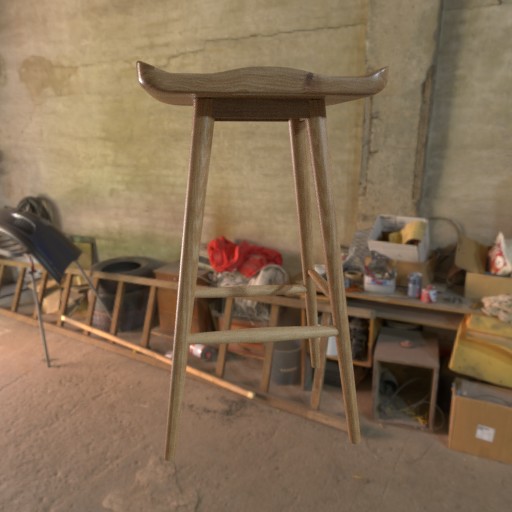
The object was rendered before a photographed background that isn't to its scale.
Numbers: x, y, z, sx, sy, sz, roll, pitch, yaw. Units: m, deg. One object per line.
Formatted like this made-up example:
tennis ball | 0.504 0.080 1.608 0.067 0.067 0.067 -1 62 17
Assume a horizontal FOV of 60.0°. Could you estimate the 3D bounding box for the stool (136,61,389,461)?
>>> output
stool | 0.000 0.000 0.916 0.407 0.698 0.322 -2 15 -7
